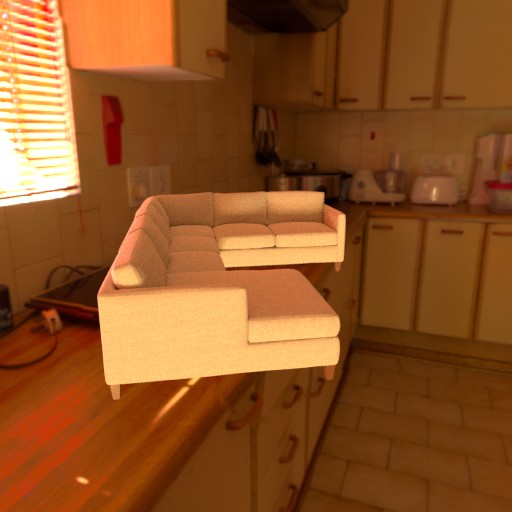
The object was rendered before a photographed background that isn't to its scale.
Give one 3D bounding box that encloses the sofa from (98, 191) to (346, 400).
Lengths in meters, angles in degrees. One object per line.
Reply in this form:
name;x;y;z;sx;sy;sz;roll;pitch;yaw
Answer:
sofa;0.000;0.000;4.587;2.594;0.961;3.460;-3;15;-9
